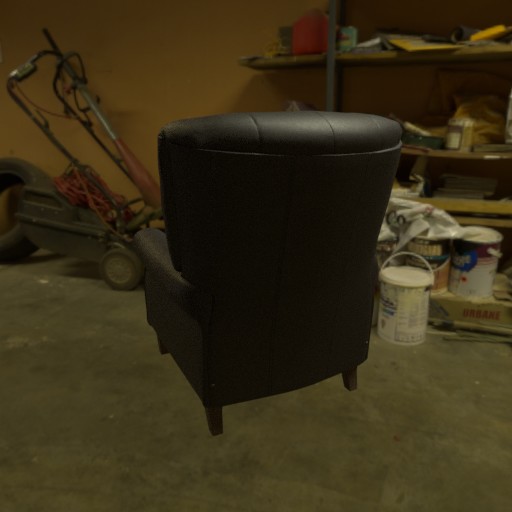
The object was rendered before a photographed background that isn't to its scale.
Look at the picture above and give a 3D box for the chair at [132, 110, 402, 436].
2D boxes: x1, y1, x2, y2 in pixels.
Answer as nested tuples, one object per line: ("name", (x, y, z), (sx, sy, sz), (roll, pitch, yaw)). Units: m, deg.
("chair", (0.000, 0.000, 1.896), (0.948, 1.158, 1.058), (-8, 18, -26))
